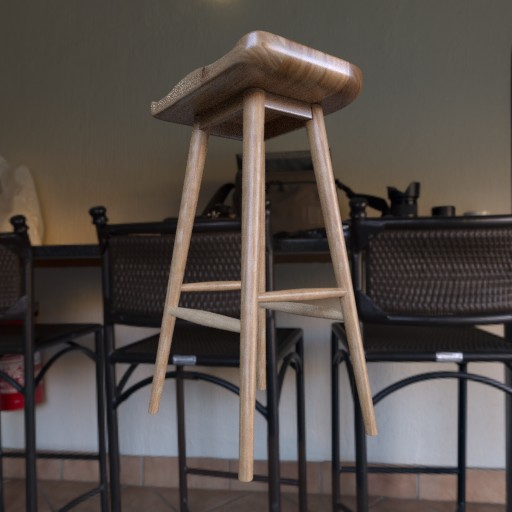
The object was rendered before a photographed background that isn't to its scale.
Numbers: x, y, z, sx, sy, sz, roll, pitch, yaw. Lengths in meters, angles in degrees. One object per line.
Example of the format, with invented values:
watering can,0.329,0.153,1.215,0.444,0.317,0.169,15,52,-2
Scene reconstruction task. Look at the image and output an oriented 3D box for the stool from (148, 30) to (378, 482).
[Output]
stool,0.000,0.000,0.926,0.322,0.698,0.407,0,0,-36
